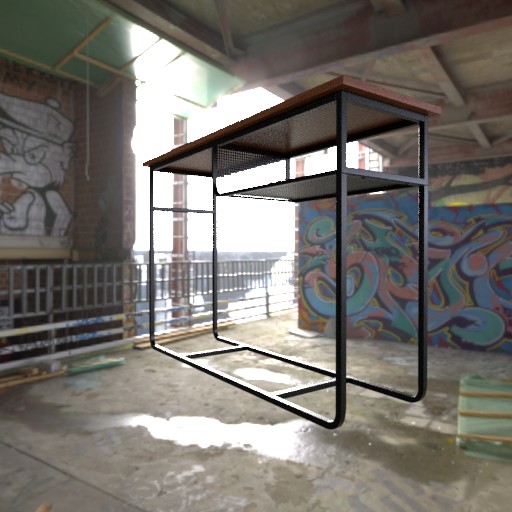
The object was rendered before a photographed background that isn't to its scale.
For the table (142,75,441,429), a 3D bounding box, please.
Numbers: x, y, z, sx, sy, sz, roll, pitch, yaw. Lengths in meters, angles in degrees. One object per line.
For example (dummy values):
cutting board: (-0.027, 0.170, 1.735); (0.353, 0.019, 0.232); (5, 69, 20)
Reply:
table: (0.000, 0.000, 1.455); (0.350, 0.750, 1.100); (0, 1, -36)
